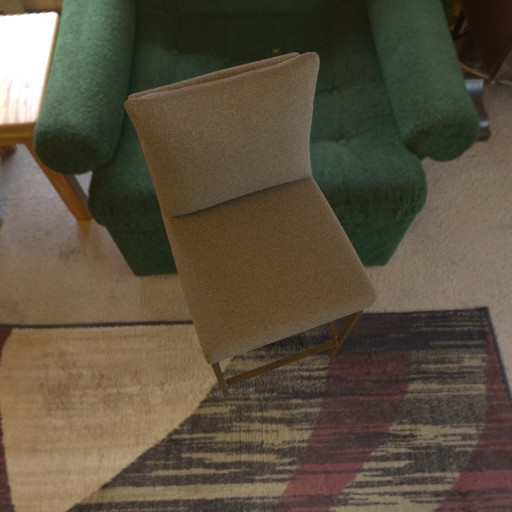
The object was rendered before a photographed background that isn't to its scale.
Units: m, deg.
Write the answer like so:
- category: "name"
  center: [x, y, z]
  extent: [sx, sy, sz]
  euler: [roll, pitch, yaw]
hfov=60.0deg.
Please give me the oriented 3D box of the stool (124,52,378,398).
- category: "stool"
  center: [0.000, 0.000, 1.321]
  extent: [0.463, 1.030, 0.569]
  euler: [-18, 65, -9]
